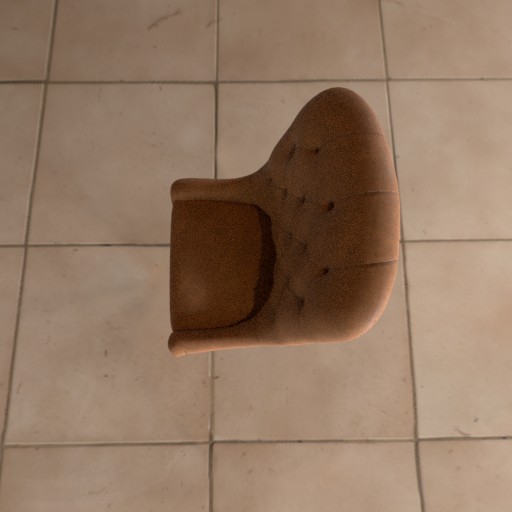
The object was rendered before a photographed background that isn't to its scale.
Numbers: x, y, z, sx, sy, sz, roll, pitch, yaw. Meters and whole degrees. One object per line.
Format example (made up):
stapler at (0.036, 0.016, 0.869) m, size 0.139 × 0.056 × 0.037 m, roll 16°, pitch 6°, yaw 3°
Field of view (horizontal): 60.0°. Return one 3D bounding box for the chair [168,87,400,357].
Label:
chair at (0.000, 0.000, 1.476) m, size 0.629 × 1.091 × 0.634 m, roll -2°, pitch 76°, yaw 0°
